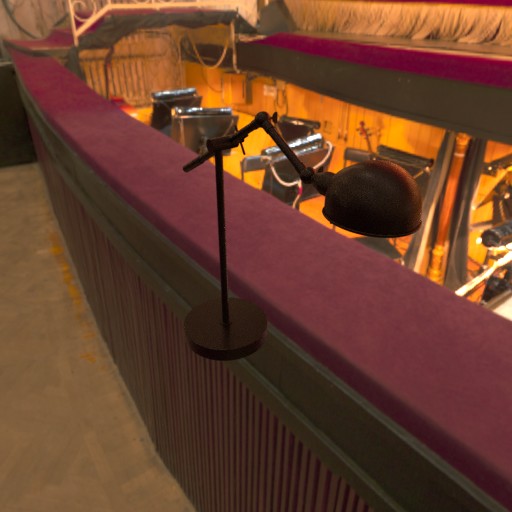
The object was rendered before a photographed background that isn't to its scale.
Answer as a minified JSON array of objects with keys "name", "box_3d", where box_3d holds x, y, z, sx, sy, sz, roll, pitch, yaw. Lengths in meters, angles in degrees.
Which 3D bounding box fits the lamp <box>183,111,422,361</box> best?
[{"name":"lamp","box_3d":[0.000,0.000,0.798,0.185,0.495,0.567,-21,36,-32]}]
